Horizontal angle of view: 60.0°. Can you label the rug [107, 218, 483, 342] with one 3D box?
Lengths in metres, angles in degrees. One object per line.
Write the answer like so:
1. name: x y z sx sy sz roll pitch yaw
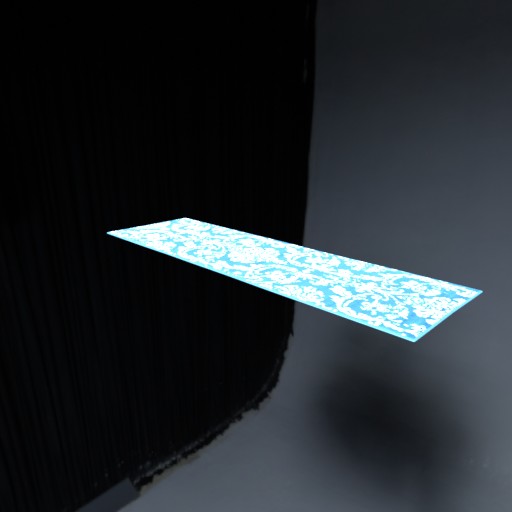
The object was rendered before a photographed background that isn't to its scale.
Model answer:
1. rug: 0.000 0.000 2.492 2.196 0.011 0.662 16 23 42
